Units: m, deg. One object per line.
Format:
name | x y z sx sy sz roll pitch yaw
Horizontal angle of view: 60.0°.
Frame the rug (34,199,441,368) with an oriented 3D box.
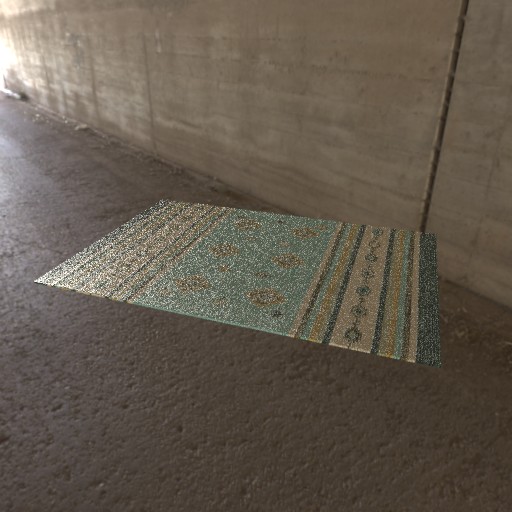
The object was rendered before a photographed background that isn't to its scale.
rug | 0.000 0.000 2.348 1.811 0.010 1.212 9 28 17
